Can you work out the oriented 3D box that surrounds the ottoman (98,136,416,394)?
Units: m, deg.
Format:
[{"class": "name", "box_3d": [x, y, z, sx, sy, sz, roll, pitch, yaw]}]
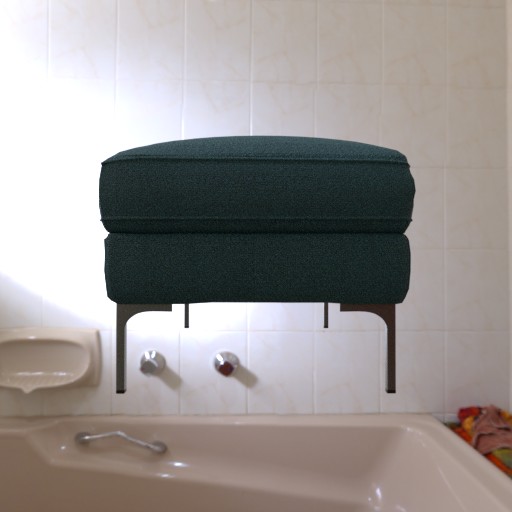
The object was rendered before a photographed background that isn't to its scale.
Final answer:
[{"class": "ottoman", "box_3d": [0.000, 0.000, 1.181, 0.563, 0.498, 0.856, 0, 0, 0]}]
